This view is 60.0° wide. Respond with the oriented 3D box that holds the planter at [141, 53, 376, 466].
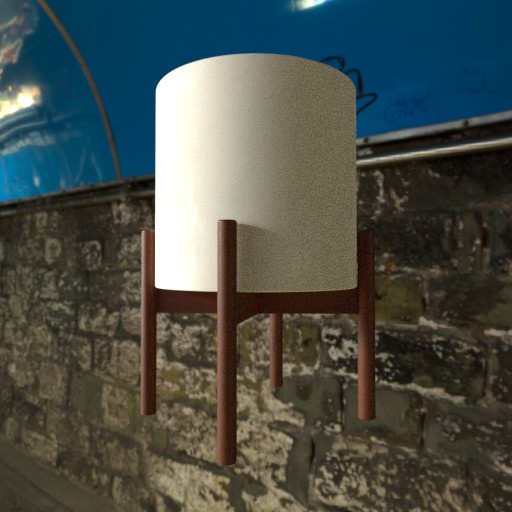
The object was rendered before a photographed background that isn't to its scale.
[{"bbox_3d":[0.000,0.000,0.942,0.417,0.670,0.417,1,-1,-37],"label":"planter"}]
